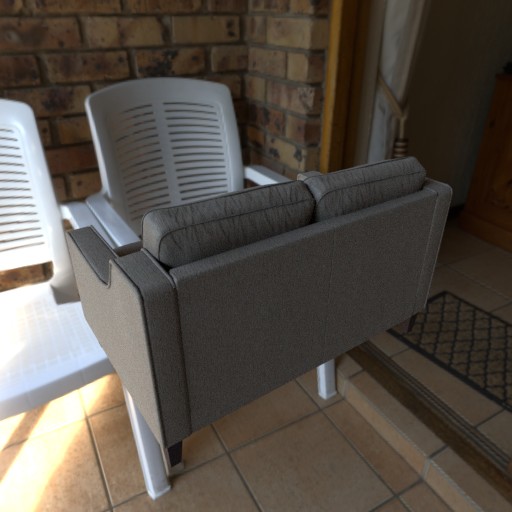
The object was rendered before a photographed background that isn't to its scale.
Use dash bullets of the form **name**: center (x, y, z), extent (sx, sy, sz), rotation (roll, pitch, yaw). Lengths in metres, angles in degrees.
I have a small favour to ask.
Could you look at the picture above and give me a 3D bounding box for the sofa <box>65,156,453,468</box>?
- **sofa**: center (0.000, 0.000, 2.141), extent (1.503, 0.981, 0.985), rotation (-19, 35, -30)
